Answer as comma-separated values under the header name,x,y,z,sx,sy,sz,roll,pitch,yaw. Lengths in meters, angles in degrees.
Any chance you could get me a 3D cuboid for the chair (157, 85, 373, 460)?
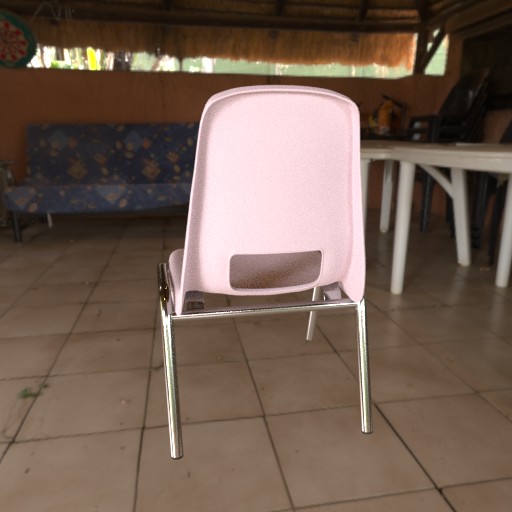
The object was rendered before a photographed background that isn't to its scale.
name,x,y,z,sx,sy,sz,roll,pitch,yaw
chair,0.000,0.000,0.793,0.354,0.536,0.385,-3,15,-11
